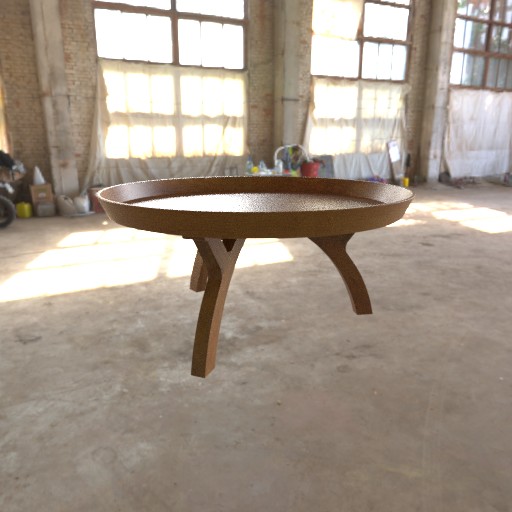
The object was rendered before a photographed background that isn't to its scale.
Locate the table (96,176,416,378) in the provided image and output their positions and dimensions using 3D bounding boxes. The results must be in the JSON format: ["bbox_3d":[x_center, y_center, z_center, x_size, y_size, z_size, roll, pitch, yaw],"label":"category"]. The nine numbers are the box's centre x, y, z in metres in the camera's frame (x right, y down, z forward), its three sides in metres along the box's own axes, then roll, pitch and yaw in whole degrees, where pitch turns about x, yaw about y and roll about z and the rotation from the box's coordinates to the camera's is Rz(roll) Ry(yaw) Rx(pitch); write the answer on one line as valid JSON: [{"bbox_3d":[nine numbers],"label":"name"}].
[{"bbox_3d":[0.000,0.000,1.546,1.016,0.470,1.016,0,15,0],"label":"table"}]
